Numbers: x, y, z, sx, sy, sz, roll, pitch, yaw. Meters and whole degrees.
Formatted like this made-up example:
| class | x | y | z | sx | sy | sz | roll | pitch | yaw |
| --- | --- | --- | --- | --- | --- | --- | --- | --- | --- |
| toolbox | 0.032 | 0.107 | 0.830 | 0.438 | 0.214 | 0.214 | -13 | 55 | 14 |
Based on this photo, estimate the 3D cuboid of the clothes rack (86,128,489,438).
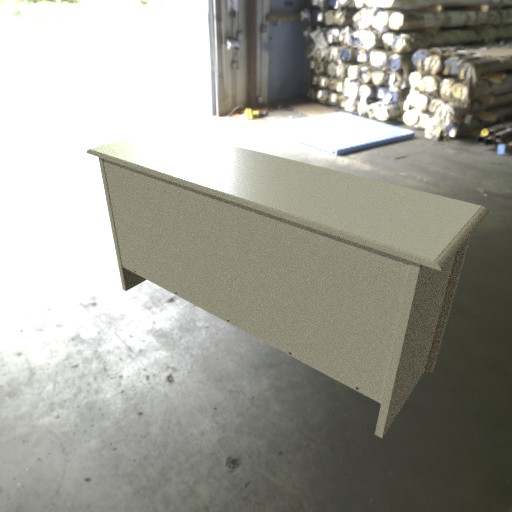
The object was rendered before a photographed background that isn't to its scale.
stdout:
| class | x | y | z | sx | sy | sz | roll | pitch | yaw |
| --- | --- | --- | --- | --- | --- | --- | --- | --- | --- |
| clothes rack | 0.000 | 0.000 | 1.345 | 1.120 | 0.531 | 0.324 | 22 | 37 | 32 |
